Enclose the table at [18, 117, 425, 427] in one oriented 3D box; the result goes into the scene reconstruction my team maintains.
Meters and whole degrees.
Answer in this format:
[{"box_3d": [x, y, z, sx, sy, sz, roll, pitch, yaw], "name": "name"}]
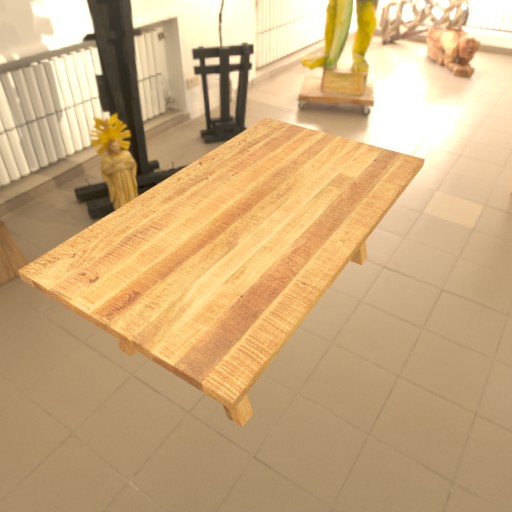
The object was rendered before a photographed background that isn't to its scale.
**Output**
[{"box_3d": [0.000, 0.000, 1.672, 0.760, 0.455, 1.320, 23, 45, 25], "name": "table"}]
